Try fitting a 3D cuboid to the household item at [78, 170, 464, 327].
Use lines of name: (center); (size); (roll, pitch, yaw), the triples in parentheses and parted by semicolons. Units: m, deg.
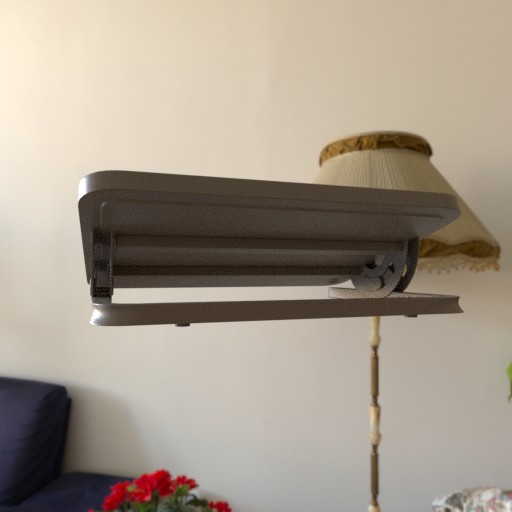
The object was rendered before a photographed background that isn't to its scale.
household item: (0.000, 0.000, 0.536); (0.390, 0.126, 0.301); (1, -2, -19)
